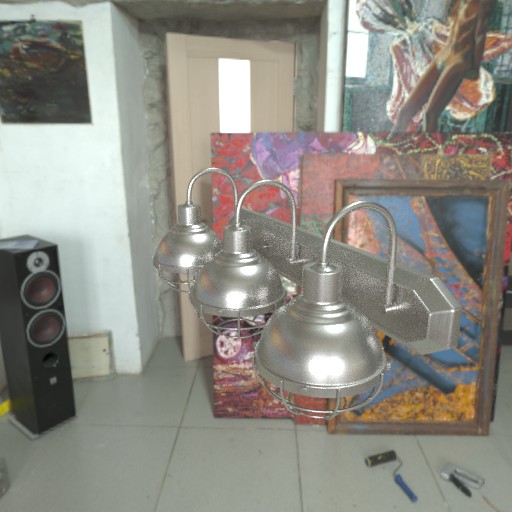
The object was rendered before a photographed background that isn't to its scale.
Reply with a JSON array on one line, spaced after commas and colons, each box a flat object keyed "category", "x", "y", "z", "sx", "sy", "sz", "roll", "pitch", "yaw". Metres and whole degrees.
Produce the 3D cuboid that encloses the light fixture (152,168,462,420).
[{"category": "light fixture", "x": 0.000, "y": 0.000, "z": 0.749, "sx": 0.229, "sy": 0.254, "sz": 0.634, "roll": -8, "pitch": 18, "yaw": -26}]
